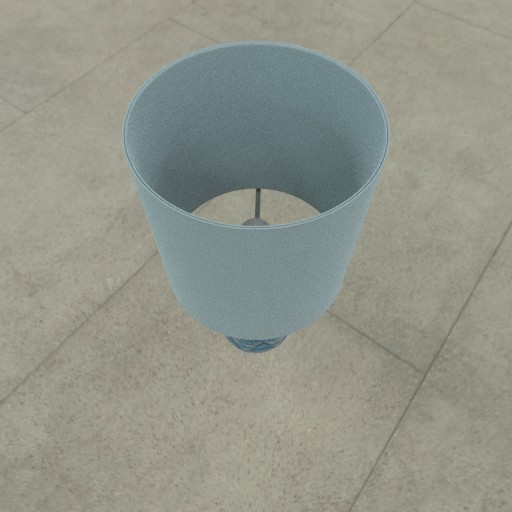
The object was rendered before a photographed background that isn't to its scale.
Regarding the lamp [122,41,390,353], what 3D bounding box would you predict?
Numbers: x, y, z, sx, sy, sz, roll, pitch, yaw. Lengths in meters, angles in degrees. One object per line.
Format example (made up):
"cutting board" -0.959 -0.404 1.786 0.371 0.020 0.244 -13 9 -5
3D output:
"lamp" 0.000 0.000 0.483 0.193 0.377 0.193 2 59 1
